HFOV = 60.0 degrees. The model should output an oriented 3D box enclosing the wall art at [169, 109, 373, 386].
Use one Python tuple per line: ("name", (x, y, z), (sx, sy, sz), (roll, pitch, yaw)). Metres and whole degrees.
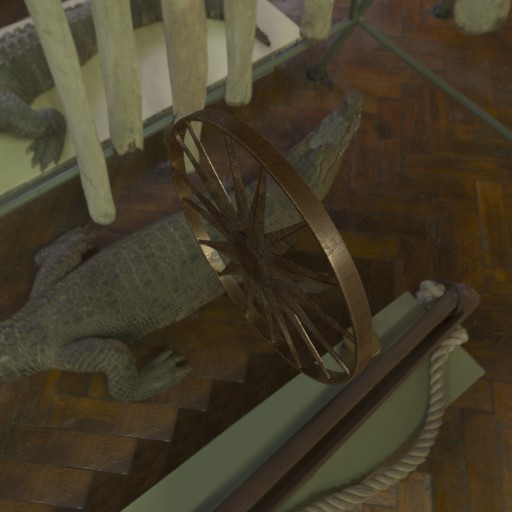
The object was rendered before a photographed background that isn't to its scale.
("wall art", (0.000, 0.000, 0.875), (0.084, 0.583, 0.582), (-34, 69, -15))
